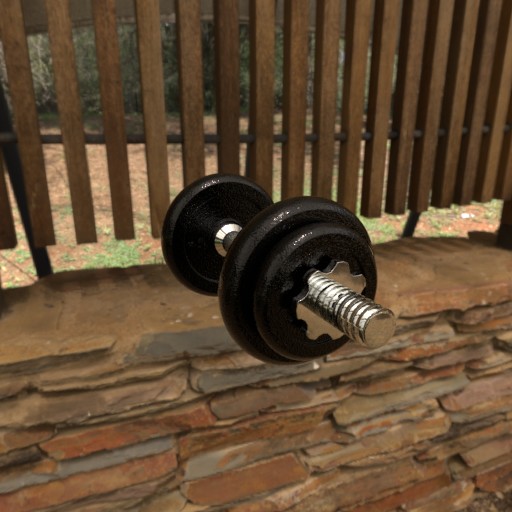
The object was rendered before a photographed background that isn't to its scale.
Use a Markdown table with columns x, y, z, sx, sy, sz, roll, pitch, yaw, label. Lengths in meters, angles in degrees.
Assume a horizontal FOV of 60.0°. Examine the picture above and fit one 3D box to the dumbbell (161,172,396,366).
| x | y | z | sx | sy | sz | roll | pitch | yaw | label |
| --- | --- | --- | --- | --- | --- | --- | --- | --- | --- |
| 0.000 | 0.000 | 0.611 | 0.202 | 0.202 | 0.497 | -9 | 19 | -25 | dumbbell |
